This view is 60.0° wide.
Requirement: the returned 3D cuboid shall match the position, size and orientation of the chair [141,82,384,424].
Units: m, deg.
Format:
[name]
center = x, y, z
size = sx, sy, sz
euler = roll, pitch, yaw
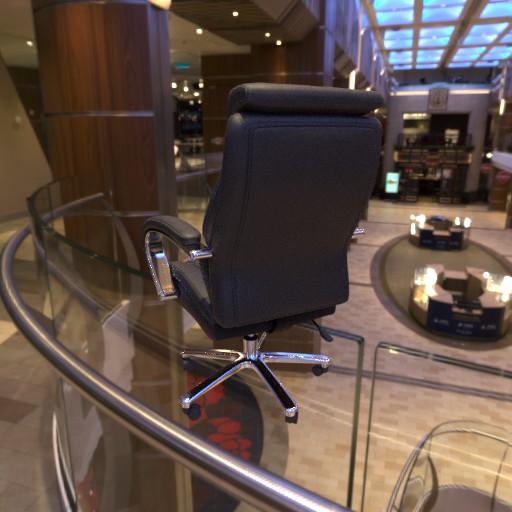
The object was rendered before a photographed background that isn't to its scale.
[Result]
[chair]
center = 0.000, 0.000, 1.718
size = 0.755, 1.183, 0.790
euler = -8, 18, -27
